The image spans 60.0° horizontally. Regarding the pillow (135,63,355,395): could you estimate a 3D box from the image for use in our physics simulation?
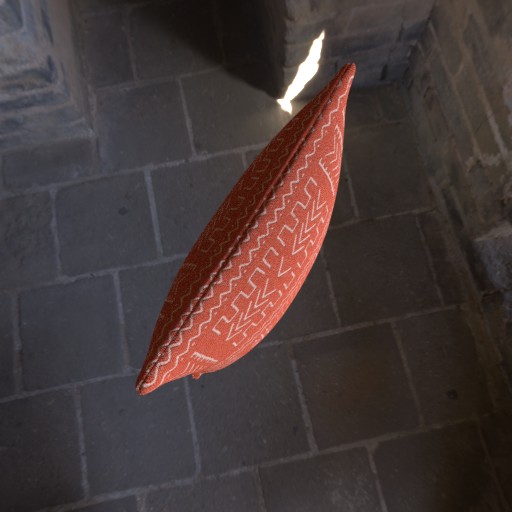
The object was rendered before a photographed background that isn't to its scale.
[{"bbox_3d":[0.000,0.000,0.671,0.164,0.429,0.438,31,78,7],"label":"pillow"}]
